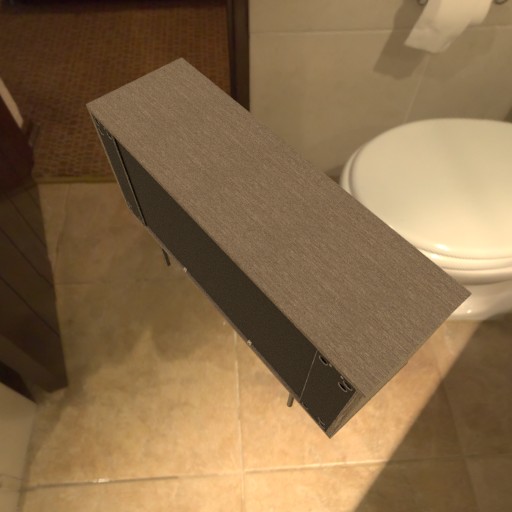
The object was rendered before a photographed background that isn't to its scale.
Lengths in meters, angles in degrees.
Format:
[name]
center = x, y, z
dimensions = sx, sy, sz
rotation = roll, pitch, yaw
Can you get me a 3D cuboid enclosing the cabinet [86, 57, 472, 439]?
[cabinet]
center = 0.000, 0.000, 1.574
dimensions = 0.405, 0.787, 1.194
rotation = -36, 65, -20
